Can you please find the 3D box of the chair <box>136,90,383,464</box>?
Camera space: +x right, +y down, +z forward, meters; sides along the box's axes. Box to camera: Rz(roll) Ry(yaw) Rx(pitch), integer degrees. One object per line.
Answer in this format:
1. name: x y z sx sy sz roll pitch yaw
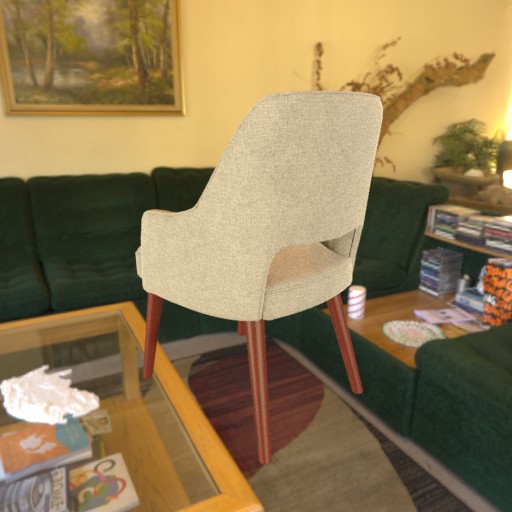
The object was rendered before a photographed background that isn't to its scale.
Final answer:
1. chair: 0.000 0.000 1.251 0.548 0.849 0.605 -16 24 -42
